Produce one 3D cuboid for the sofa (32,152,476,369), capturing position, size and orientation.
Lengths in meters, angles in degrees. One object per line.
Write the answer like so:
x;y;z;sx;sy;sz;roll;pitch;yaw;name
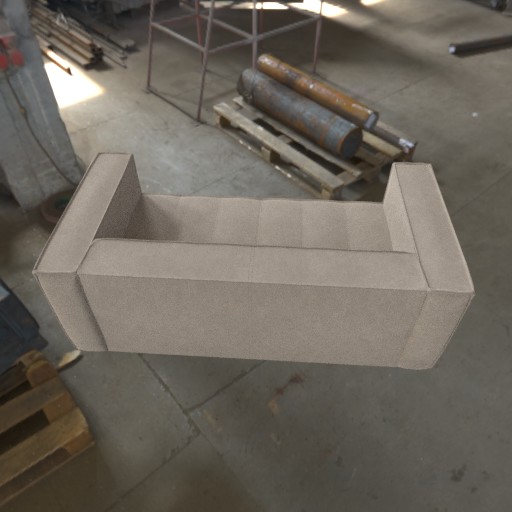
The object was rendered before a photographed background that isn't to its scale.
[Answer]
0.000;0.000;2.503;1.995;0.680;1.038;3;46;3;sofa
